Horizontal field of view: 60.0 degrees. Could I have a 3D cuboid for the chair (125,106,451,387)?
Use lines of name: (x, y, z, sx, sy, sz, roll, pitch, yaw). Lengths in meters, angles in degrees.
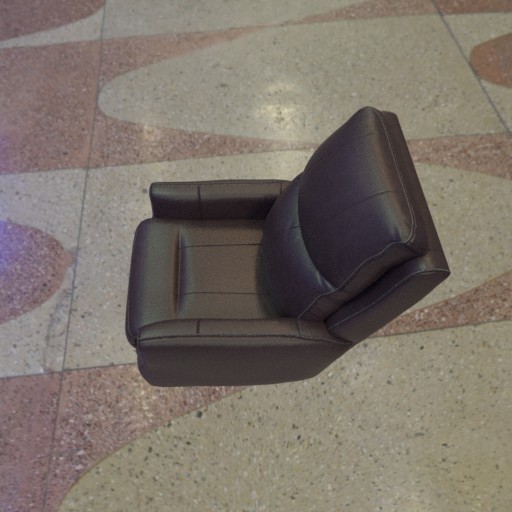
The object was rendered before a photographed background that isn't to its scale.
chair: (0.000, 0.000, 1.774, 1.080, 1.030, 0.829, -3, 58, -2)
